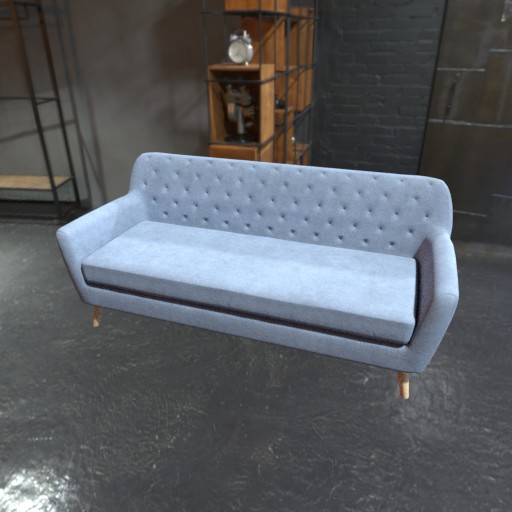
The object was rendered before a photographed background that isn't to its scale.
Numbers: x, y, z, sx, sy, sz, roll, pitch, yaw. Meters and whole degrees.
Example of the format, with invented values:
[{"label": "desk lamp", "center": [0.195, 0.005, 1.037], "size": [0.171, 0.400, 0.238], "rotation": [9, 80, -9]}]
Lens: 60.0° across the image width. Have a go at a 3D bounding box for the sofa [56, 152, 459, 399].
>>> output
[{"label": "sofa", "center": [0.000, 0.000, 2.419], "size": [1.970, 0.830, 0.830], "rotation": [9, 28, 17]}]
